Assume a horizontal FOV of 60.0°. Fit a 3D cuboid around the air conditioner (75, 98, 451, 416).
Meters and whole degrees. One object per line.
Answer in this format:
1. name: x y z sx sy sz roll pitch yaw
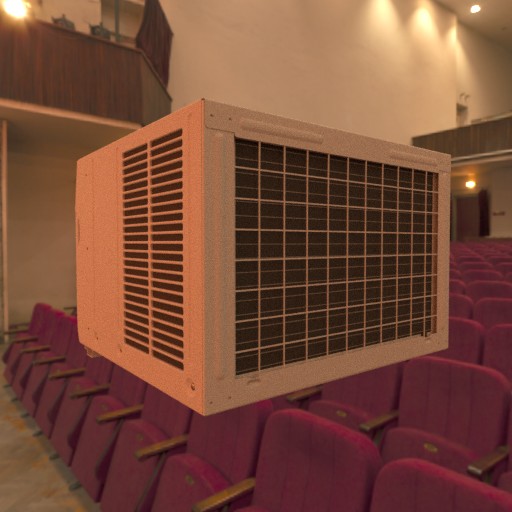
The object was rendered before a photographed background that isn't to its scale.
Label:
1. air conditioner: 0.000 0.000 1.034 0.645 0.455 0.599 -1 2 -38
